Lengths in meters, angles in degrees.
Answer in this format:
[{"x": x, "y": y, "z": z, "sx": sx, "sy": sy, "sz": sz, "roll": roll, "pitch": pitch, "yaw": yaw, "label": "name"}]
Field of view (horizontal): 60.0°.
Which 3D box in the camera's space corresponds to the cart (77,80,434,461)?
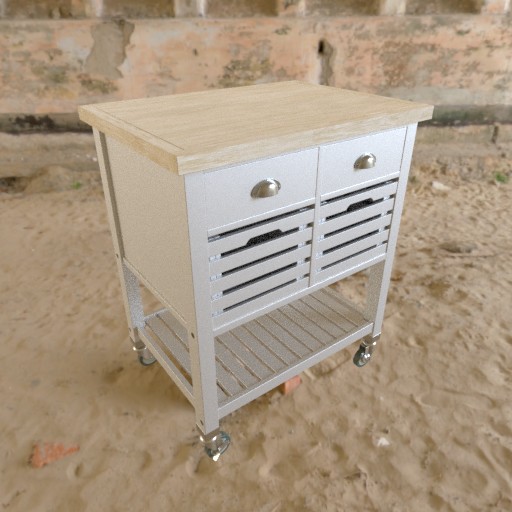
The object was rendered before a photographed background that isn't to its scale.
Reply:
[{"x": 0.000, "y": 0.000, "z": 1.399, "sx": 0.762, "sy": 0.914, "sz": 0.559, "roll": -20, "pitch": 35, "yaw": -31, "label": "cart"}]
